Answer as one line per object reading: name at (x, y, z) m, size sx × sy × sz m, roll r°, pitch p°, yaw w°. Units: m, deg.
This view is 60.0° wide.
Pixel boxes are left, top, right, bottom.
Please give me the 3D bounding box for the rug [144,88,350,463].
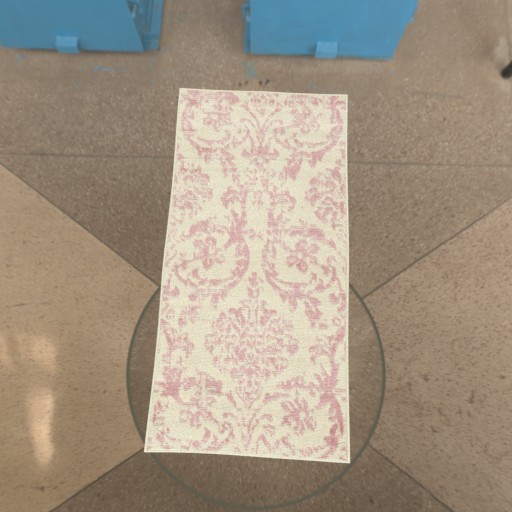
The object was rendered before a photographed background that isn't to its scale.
rug at (0.000, 0.000, 1.442) m, size 0.604 × 0.007 × 1.219 m, roll 2°, pitch 76°, yaw 1°
